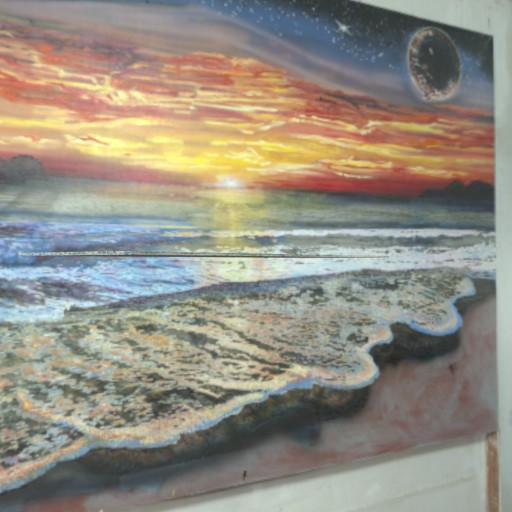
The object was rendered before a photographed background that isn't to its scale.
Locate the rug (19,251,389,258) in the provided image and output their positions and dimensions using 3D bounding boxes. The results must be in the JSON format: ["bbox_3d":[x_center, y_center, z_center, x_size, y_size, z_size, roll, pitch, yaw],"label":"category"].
[{"bbox_3d":[0.000,0.000,2.670,0.770,0.013,2.434,0,-1,36],"label":"rug"}]
